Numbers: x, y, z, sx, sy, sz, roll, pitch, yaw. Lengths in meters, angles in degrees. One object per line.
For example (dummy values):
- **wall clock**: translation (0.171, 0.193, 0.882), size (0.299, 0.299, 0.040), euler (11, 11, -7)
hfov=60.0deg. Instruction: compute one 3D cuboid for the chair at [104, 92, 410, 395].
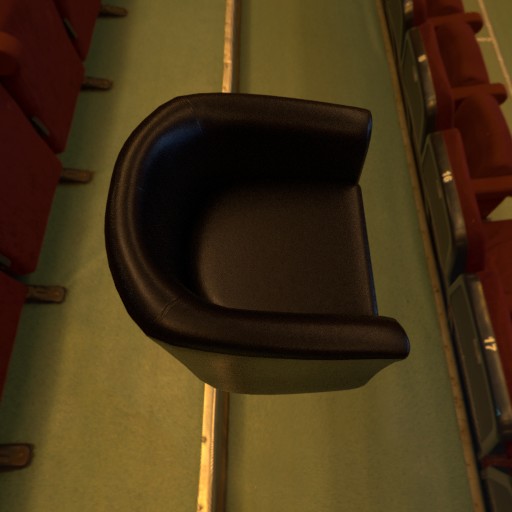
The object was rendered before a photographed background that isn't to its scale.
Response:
- **chair**: translation (0.000, 0.000, 1.400), size (0.727, 0.756, 0.793), euler (0, 62, 0)
